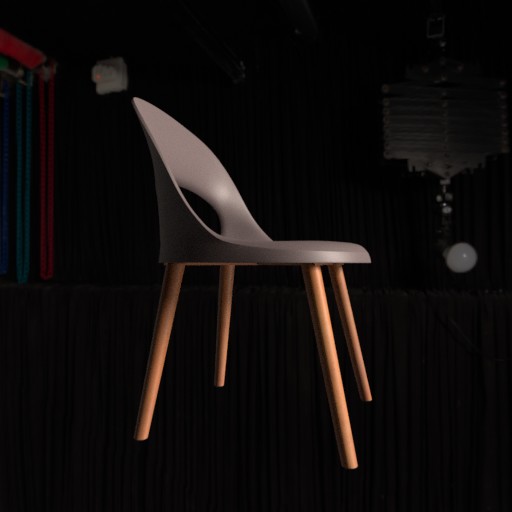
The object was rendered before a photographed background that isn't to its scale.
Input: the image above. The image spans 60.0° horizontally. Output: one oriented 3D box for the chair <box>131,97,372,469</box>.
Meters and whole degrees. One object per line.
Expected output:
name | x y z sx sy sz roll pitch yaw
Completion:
chair | 0.000 0.000 1.107 0.556 0.794 0.470 0 -1 18
